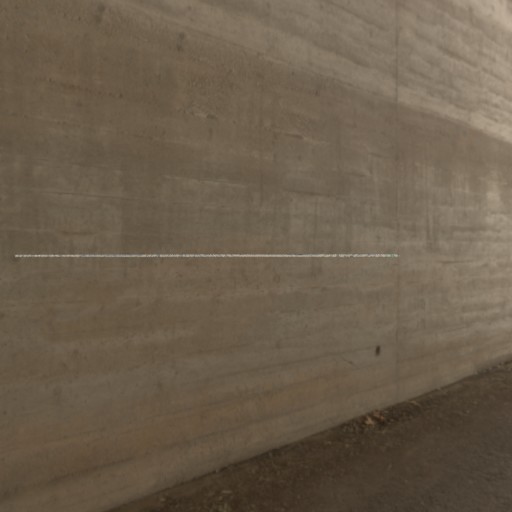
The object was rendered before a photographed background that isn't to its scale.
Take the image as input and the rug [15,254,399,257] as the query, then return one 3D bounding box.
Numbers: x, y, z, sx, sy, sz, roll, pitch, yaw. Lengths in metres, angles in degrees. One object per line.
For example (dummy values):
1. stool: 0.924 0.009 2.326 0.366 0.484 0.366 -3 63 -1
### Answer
1. rug: 0.000 0.000 4.068 2.457 0.015 3.049 0 0 17
